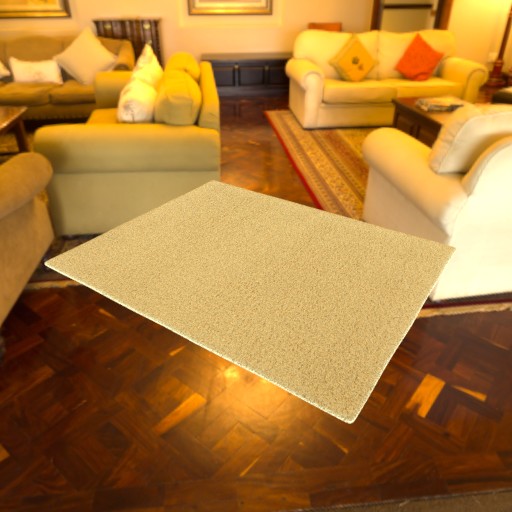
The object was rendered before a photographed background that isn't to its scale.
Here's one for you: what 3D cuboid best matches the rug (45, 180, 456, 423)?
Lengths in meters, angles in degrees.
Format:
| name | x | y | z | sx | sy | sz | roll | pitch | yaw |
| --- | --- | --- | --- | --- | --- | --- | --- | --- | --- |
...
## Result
| name | x | y | z | sx | sy | sz | roll | pitch | yaw |
| --- | --- | --- | --- | --- | --- | --- | --- | --- | --- |
| rug | 0.000 | 0.000 | 4.168 | 3.047 | 0.029 | 2.438 | 20 | 37 | 29 |
